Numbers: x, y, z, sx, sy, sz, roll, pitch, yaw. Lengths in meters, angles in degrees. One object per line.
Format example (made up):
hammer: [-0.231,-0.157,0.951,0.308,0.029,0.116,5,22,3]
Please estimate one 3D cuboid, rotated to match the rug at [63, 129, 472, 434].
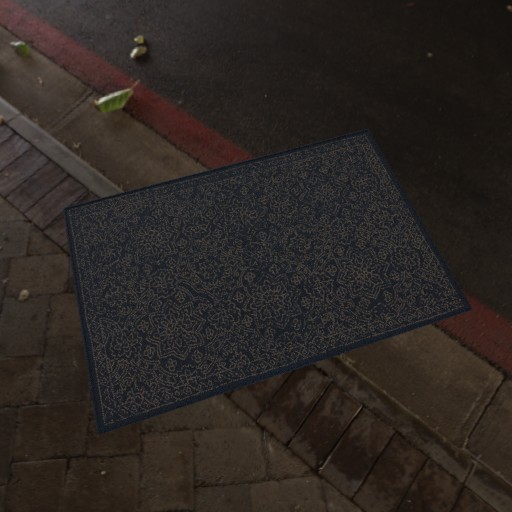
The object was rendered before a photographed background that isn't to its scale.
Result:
rug: [0.000,0.000,2.293,1.829,0.010,1.219,-16,64,-8]
